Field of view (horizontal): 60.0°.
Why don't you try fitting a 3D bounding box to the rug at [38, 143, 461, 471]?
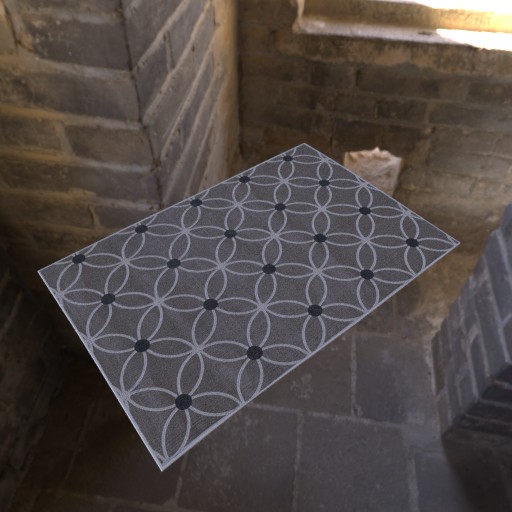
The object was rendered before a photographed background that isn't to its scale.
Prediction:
[{"bbox_3d":[0.000,0.000,2.853,2.284,0.008,1.522,-31,54,-25],"label":"rug"}]
